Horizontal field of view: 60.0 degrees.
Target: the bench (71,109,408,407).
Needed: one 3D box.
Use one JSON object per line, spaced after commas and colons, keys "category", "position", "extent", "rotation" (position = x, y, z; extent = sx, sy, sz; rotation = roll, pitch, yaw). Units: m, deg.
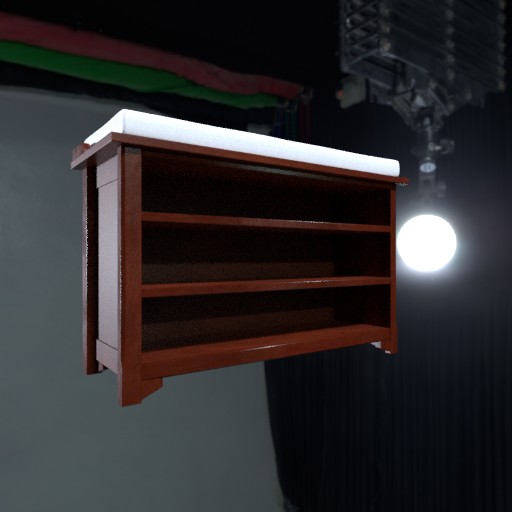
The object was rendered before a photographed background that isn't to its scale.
{"category": "bench", "position": [0.000, 0.000, 1.355], "extent": [0.987, 0.646, 0.369], "rotation": [0, 0, -35]}
